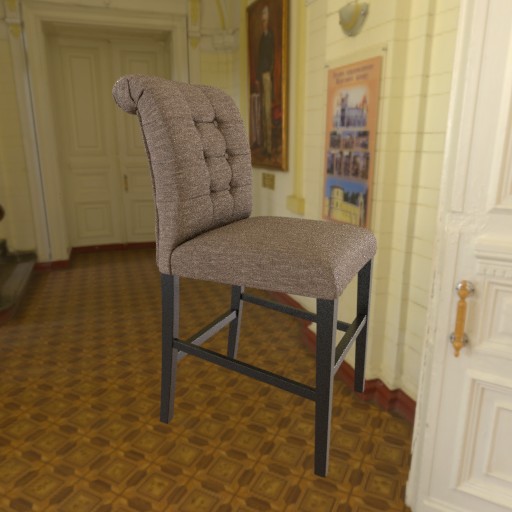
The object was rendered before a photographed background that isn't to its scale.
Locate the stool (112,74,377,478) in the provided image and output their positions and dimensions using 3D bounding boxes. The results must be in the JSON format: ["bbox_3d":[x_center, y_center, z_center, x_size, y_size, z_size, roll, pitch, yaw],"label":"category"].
[{"bbox_3d":[0.000,0.000,1.284,0.611,0.970,0.457,7,17,25],"label":"stool"}]
